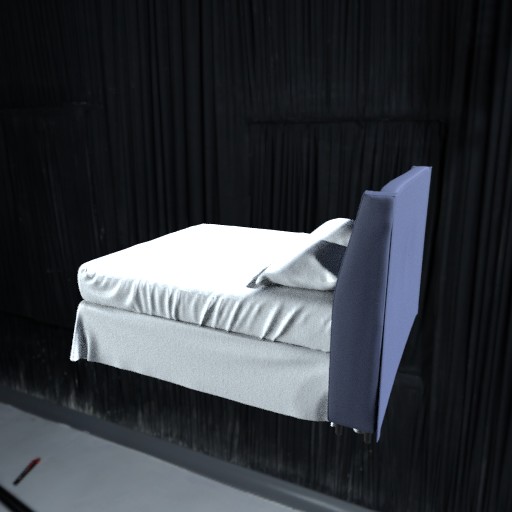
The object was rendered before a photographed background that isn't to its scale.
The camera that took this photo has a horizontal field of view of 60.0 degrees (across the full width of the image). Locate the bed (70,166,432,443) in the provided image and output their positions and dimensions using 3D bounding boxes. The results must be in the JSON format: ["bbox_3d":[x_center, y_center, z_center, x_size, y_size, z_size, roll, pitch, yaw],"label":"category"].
[{"bbox_3d":[0.000,0.000,3.393,2.276,1.332,1.925,7,17,24],"label":"bed"}]
